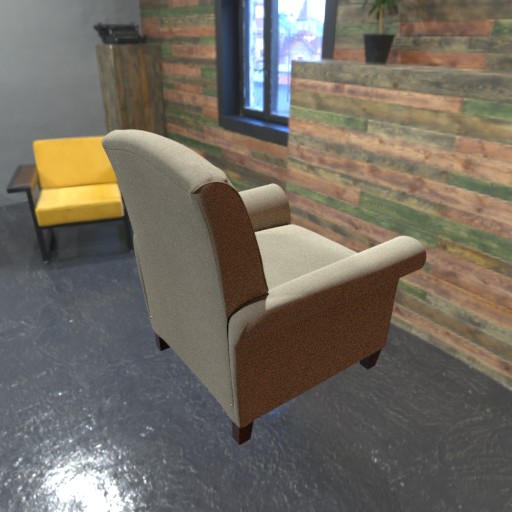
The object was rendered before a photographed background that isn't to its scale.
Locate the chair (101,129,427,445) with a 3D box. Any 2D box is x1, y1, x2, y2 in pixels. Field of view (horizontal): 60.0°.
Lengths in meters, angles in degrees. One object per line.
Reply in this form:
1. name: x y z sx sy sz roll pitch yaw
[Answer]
1. chair: 0.000 0.000 1.808 0.905 1.061 0.978 -18 31 -32
